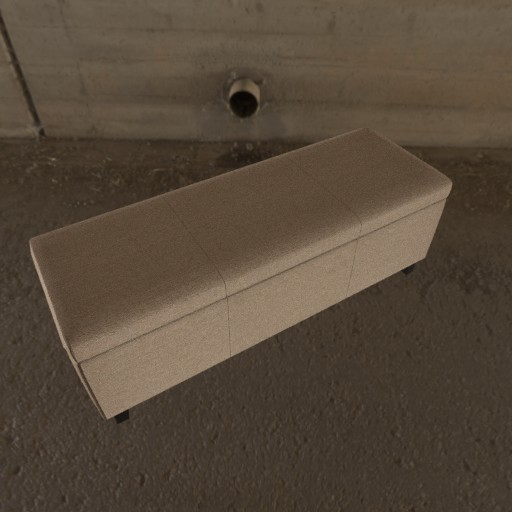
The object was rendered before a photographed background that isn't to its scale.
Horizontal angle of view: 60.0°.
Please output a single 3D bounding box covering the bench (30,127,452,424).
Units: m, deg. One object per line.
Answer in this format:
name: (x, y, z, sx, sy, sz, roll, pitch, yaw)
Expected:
bench: (0.000, 0.000, 1.486, 1.269, 0.438, 0.446, -23, 49, -22)
